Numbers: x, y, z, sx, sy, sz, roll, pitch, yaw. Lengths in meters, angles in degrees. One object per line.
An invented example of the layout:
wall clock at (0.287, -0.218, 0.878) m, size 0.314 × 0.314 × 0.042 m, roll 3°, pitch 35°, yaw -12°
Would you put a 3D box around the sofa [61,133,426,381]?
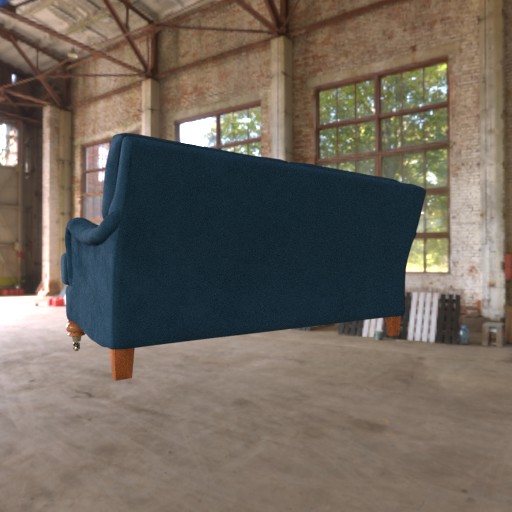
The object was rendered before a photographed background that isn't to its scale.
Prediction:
sofa at (0.000, 0.000, 2.783) m, size 2.141 × 1.101 × 1.084 m, roll 0°, pitch -1°, yaw -36°
